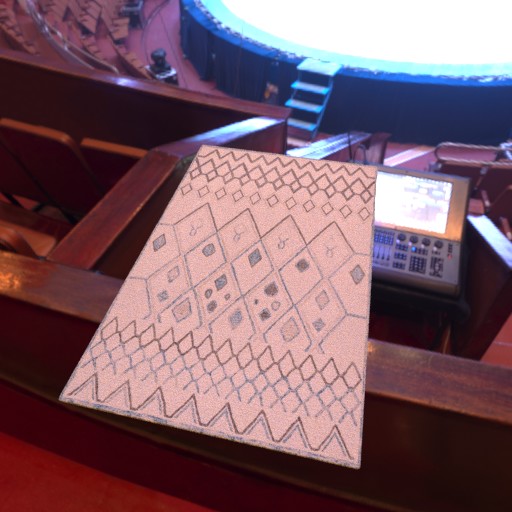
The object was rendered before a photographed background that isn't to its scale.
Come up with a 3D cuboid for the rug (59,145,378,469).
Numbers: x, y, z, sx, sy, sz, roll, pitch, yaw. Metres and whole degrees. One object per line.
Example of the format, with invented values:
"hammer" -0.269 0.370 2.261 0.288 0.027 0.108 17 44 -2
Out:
"rug" 0.000 0.000 2.968 1.524 0.015 2.439 9 47 9
